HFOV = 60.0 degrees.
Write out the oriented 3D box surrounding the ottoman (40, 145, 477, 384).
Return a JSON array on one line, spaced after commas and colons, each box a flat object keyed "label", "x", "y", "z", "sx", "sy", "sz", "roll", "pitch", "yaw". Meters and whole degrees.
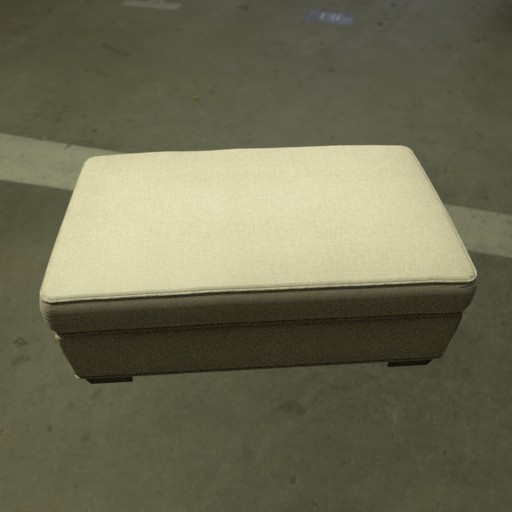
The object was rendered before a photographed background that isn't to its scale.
[{"label": "ottoman", "x": 0.000, "y": 0.000, "z": 1.397, "sx": 1.097, "sy": 0.461, "sz": 0.617, "roll": -3, "pitch": 47, "yaw": -2}]
